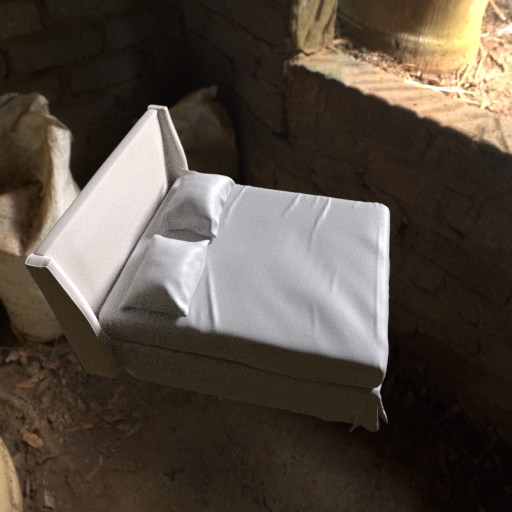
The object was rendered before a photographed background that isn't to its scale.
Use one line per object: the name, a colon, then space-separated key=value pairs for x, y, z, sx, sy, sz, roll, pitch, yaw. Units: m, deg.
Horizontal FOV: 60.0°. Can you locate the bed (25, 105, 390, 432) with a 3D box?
bed: x=0.000 y=0.000 z=3.416 sx=2.276 sy=1.332 sz=1.925 roll=9 pitch=47 yaw=9
